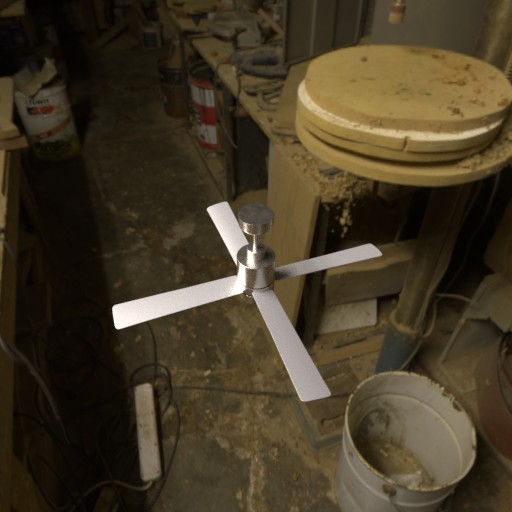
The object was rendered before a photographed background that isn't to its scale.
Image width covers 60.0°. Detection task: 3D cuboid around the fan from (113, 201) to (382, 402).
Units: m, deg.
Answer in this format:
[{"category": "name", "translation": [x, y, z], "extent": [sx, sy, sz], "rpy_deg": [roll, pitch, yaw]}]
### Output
[{"category": "fan", "translation": [0.000, 0.000, 2.304], "extent": [1.525, 0.539, 1.525], "rpy_deg": [-13, 44, -14]}]
